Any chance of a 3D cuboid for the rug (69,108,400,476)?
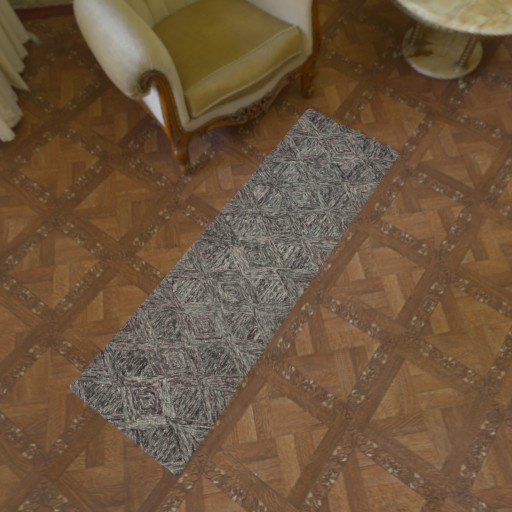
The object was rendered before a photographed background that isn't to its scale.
[{"bbox_3d":[0.000,0.000,2.568,0.719,0.013,2.305,32,68,15],"label":"rug"}]
